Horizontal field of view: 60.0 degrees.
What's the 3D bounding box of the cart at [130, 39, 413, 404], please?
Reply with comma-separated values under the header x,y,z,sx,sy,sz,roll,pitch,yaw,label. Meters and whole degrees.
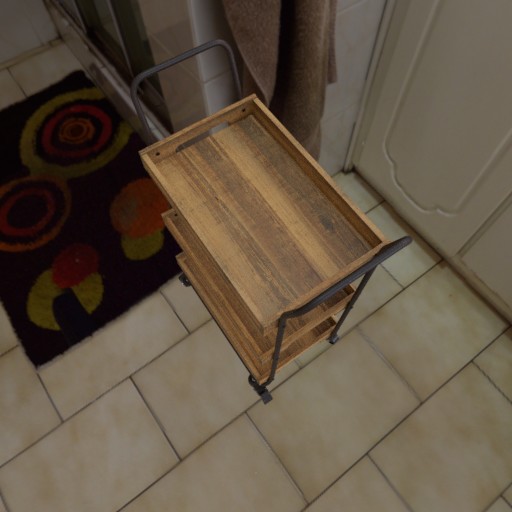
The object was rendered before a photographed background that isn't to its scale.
x,y,z,sx,sy,sz,roll,pitch,yaw,label
0.000,0.000,1.173,0.339,0.857,0.583,-31,68,-14,cart
